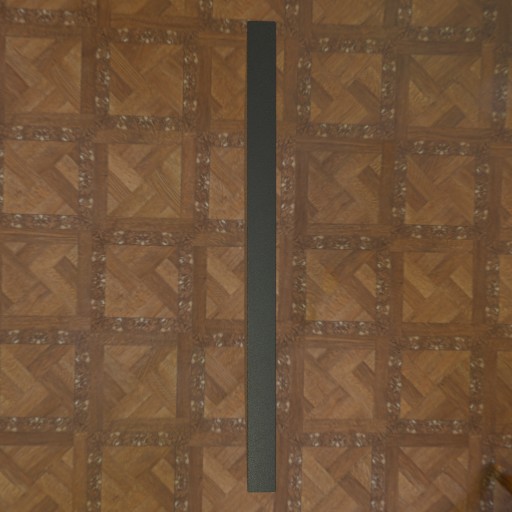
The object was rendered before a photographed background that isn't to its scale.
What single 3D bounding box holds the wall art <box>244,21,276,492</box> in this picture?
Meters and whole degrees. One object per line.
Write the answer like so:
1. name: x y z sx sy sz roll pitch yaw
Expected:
1. wall art: 0.000 0.000 1.202 0.058 0.640 0.939 0 91 -2
